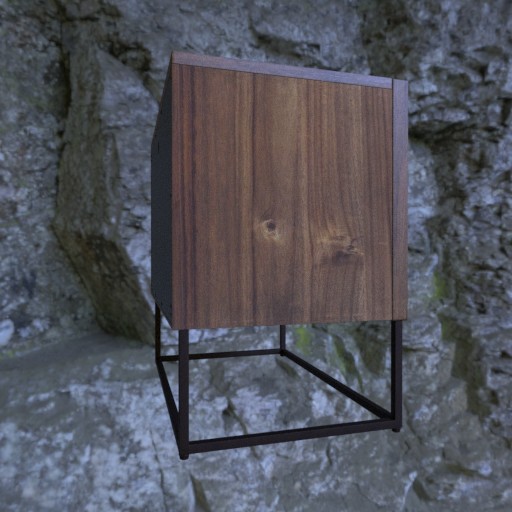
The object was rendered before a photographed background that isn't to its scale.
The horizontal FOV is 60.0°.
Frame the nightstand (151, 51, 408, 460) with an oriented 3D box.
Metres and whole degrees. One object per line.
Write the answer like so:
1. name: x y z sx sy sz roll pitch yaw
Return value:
1. nightstand: 0.000 0.000 1.007 0.437 0.610 0.610 0 0 -16
